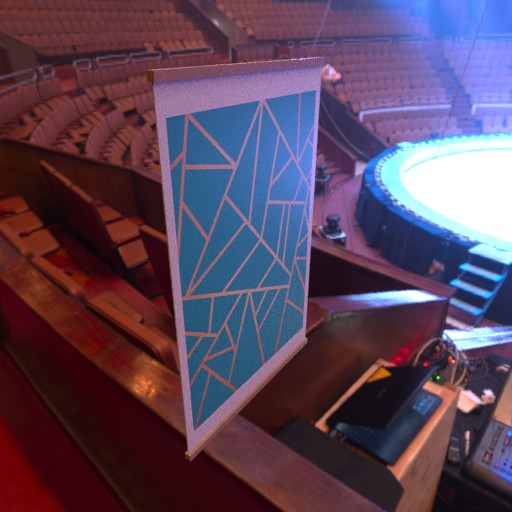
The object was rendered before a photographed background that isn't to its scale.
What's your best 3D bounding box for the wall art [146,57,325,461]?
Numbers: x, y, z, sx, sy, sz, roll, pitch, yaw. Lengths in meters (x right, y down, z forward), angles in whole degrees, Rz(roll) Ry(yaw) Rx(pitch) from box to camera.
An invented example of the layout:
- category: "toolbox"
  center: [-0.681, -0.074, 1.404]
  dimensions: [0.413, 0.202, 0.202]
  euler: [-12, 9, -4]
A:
- category: "wall art"
  center: [0.000, 0.000, 1.895]
  dimensions: [0.030, 1.519, 0.990]
  euler: [18, 31, 31]
